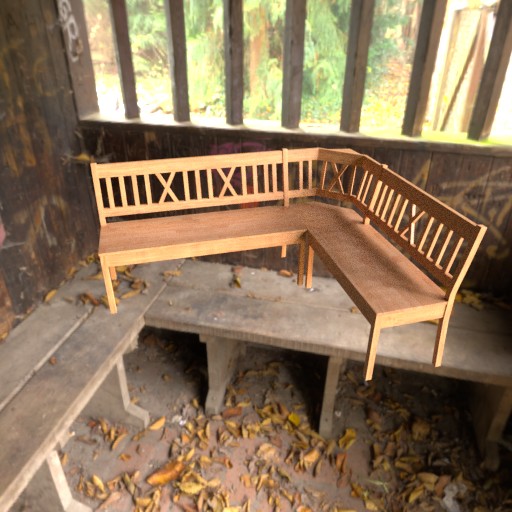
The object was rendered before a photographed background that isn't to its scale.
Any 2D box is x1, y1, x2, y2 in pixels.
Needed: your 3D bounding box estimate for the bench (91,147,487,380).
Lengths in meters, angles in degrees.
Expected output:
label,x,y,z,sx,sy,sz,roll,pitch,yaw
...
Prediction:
label,x,y,z,sx,sy,sz,roll,pitch,yaw
bench,0.000,0.000,2.824,1.937,0.902,1.537,-7,31,-13
